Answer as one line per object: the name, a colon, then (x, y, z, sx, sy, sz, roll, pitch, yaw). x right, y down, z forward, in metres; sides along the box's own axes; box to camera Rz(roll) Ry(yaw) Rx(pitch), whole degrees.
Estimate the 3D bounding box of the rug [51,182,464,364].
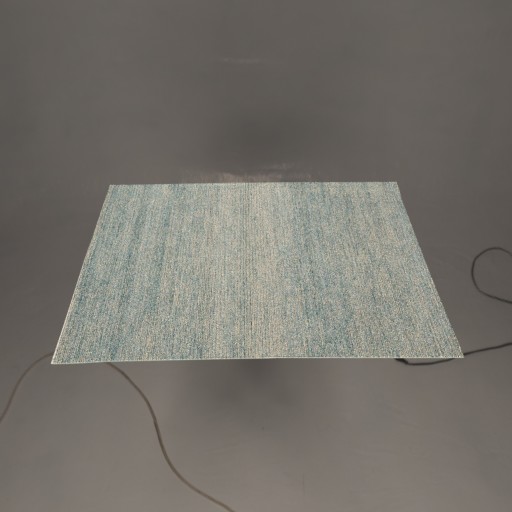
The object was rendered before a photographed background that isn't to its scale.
rug: (0.000, 0.000, 5.304, 4.078, 0.052, 2.802, -1, 47, -1)
